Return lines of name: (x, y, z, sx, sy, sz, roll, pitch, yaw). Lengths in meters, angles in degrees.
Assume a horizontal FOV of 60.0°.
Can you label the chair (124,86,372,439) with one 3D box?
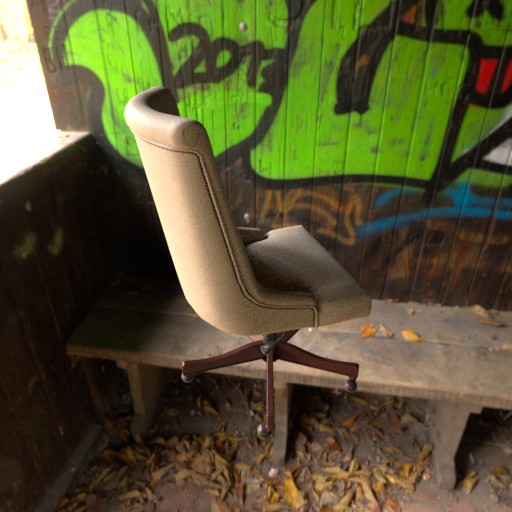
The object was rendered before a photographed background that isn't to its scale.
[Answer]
chair: (0.000, 0.000, 1.451, 0.696, 1.010, 0.645, -10, 32, -16)
